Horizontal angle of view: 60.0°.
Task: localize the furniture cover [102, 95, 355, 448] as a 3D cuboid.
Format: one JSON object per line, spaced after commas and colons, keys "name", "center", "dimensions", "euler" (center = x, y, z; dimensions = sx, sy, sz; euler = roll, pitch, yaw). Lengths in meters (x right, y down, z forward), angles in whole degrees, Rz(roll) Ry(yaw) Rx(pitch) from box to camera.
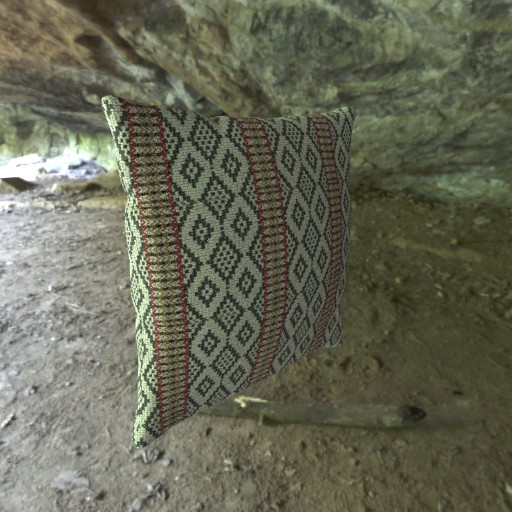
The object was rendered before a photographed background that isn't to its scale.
{"name": "furniture cover", "center": [0.000, 0.000, 0.766], "dimensions": [0.503, 0.506, 0.182], "euler": [-14, 21, -41]}
